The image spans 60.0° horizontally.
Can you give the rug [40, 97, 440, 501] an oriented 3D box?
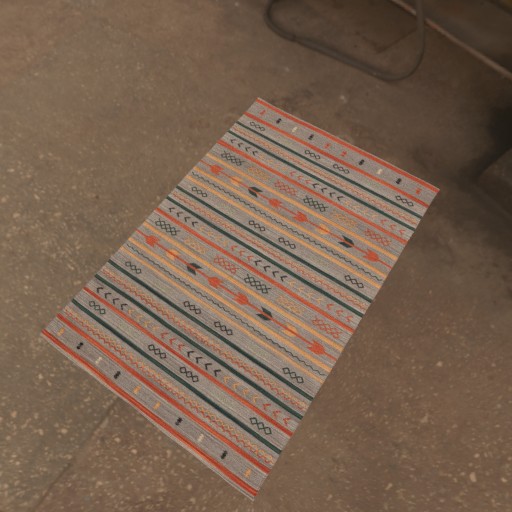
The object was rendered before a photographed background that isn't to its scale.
[{"bbox_3d":[0.000,0.000,2.269,1.220,0.017,1.835,31,68,15],"label":"rug"}]
